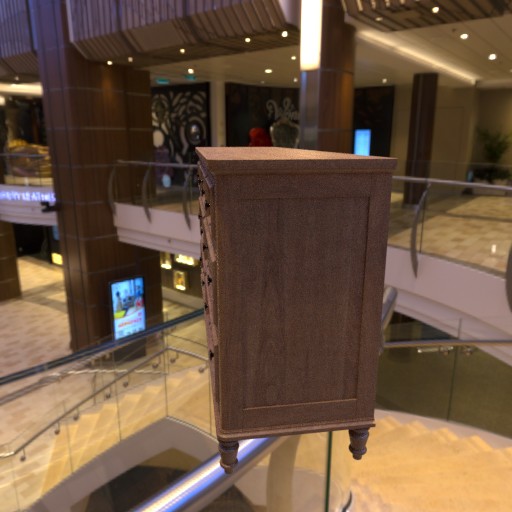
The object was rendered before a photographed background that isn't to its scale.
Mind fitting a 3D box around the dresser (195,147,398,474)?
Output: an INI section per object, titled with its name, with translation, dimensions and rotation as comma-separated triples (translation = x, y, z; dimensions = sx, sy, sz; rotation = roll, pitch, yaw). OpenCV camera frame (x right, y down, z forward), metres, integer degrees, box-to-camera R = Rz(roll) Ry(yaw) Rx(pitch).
[dresser]
translation = 0.000, 0.000, 1.928
dimensions = 0.468, 0.892, 1.583
rotation = -2, 15, -8
